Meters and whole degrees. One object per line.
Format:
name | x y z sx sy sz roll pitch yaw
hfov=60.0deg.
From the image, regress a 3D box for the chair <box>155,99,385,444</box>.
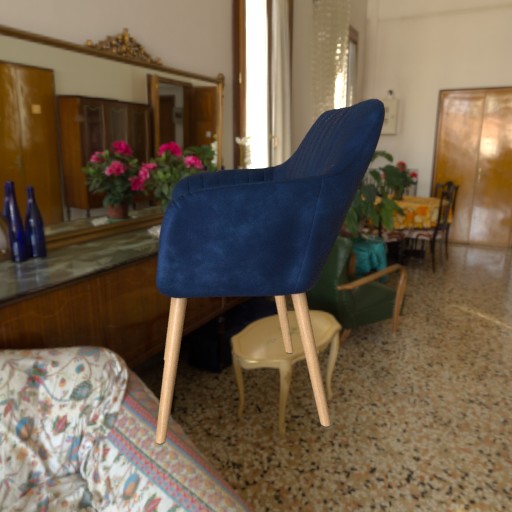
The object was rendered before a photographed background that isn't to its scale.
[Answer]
chair | 0.000 0.000 1.259 0.573 0.826 0.578 -2 14 -8
